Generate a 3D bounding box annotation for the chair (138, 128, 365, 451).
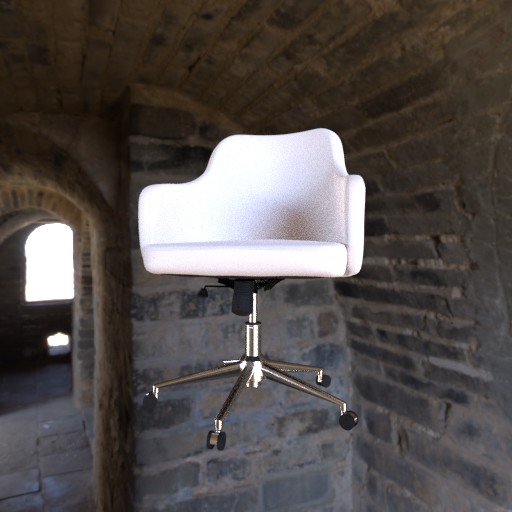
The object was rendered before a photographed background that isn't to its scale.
[{"bbox_3d":[0.000,0.000,1.236,0.602,0.819,0.647,0,1,17],"label":"chair"}]
